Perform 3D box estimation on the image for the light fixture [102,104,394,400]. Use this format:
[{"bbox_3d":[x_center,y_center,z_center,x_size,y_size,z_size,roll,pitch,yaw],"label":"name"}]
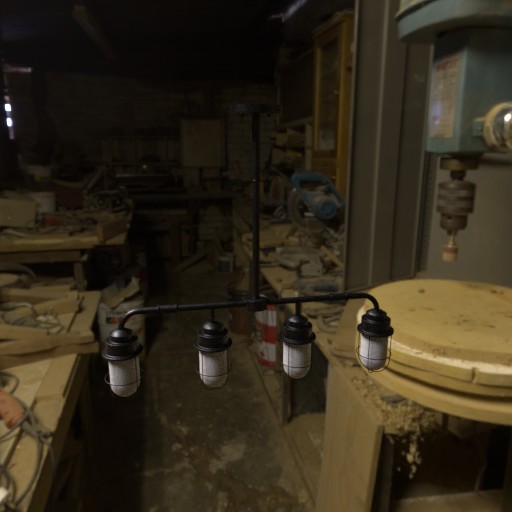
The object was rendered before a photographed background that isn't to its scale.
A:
[{"bbox_3d":[0.000,0.000,1.222,0.852,0.785,0.131,-3,14,-11],"label":"light fixture"}]
